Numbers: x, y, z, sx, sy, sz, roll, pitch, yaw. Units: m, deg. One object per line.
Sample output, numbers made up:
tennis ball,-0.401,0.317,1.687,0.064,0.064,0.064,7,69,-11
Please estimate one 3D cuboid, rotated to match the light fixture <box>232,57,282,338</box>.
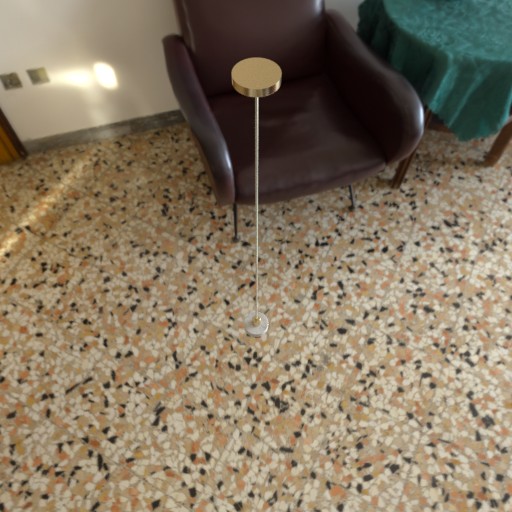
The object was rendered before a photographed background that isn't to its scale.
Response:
light fixture,0.000,0.000,1.773,0.129,1.669,0.129,33,64,19
